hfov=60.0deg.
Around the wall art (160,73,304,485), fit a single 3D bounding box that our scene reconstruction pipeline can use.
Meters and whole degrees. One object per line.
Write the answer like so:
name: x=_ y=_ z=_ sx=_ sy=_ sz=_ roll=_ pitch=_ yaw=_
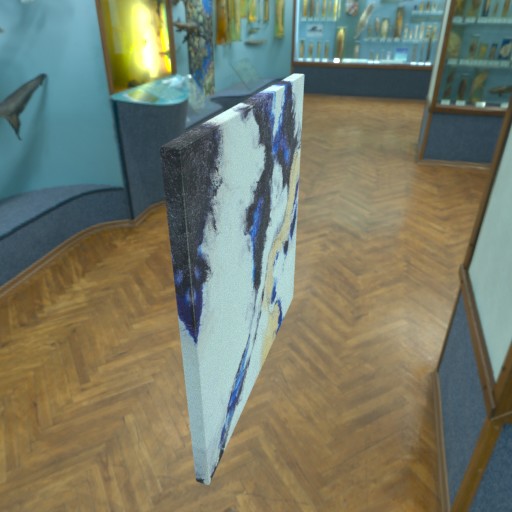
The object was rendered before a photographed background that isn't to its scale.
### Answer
wall art: x=0.000 y=0.000 z=1.298 sx=0.038 sy=0.885 sz=0.887 roll=9 pitch=31 yaw=16
